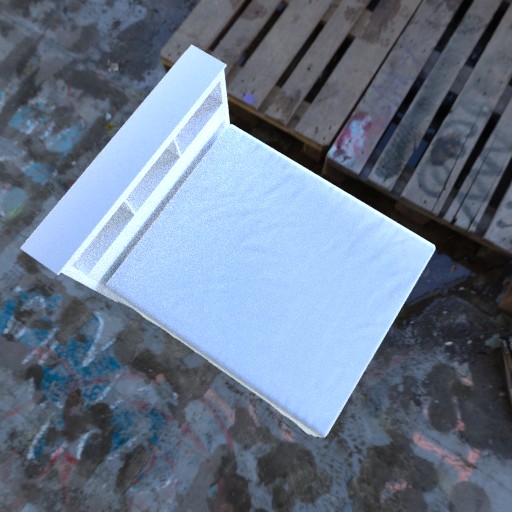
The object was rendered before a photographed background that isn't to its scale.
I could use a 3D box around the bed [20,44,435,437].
[{"bbox_3d":[0.000,0.000,3.090,2.133,1.092,1.671,33,77,8],"label":"bed"}]
